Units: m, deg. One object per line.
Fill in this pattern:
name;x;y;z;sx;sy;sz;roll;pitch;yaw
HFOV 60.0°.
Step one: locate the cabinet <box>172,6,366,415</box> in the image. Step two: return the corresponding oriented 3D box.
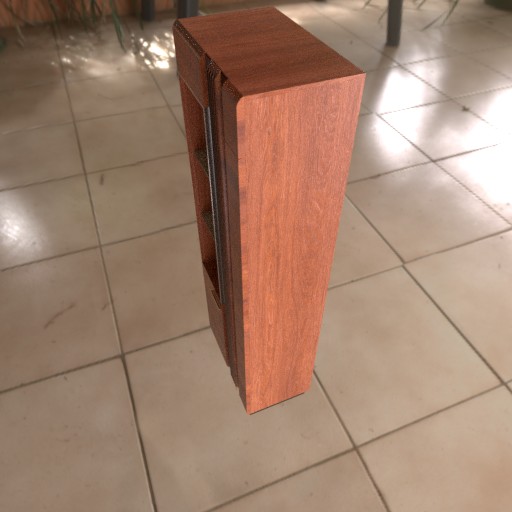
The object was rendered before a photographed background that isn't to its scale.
cabinet;0.000;0.000;2.156;0.420;1.980;0.660;-17;48;-16
